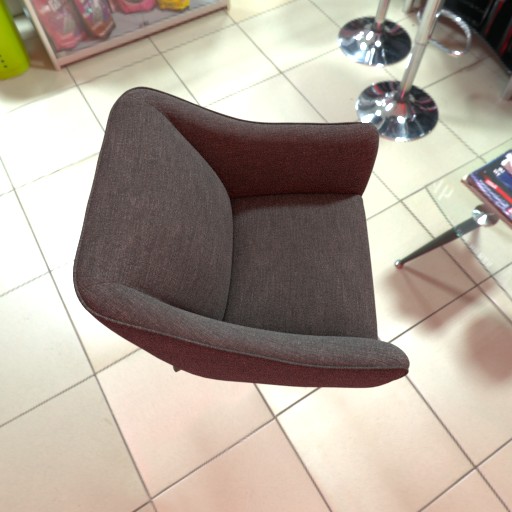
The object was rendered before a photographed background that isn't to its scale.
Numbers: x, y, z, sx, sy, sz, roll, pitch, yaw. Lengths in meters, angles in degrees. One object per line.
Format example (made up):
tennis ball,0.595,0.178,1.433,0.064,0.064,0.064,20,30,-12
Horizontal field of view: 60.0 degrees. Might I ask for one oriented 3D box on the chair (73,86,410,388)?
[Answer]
chair,0.000,0.000,1.500,0.851,0.829,0.870,1,63,1
